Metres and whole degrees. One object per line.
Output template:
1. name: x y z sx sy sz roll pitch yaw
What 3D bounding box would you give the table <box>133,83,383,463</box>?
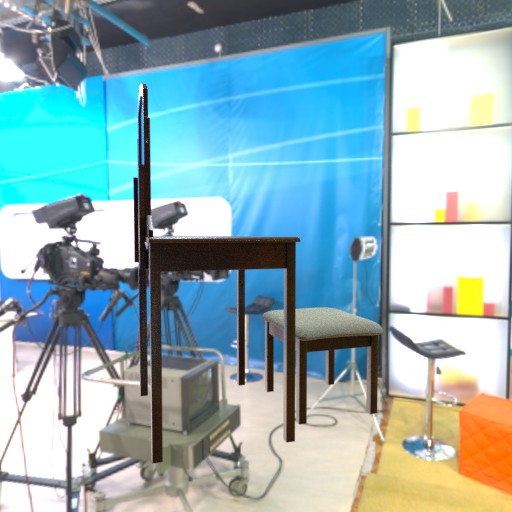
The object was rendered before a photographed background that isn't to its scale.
1. table: 0.000 0.000 2.325 1.211 1.631 0.876 -1 3 -18
